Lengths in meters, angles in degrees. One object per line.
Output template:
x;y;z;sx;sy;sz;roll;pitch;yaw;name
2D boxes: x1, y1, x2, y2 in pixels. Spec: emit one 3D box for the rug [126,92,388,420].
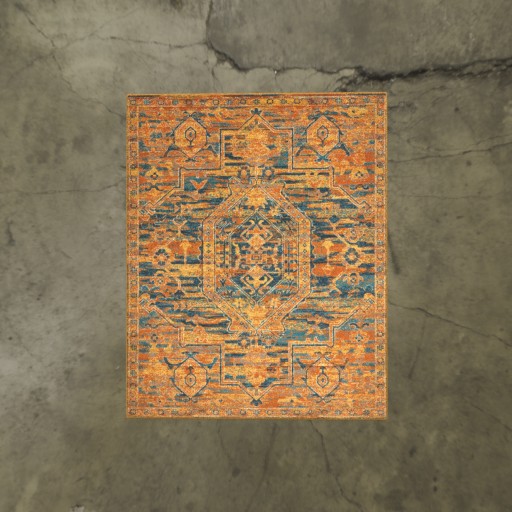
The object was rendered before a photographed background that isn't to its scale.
0.000;0.000;4.128;2.435;0.031;3.040;0;90;1;rug
